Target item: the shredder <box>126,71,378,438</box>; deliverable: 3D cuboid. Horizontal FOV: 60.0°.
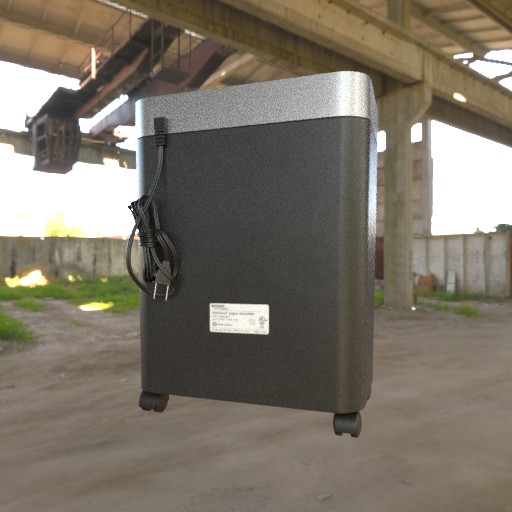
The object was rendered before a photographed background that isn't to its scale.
[{"bbox_3d":[0.000,0.000,0.604,0.311,0.419,0.237,0,0,19],"label":"shredder"}]
